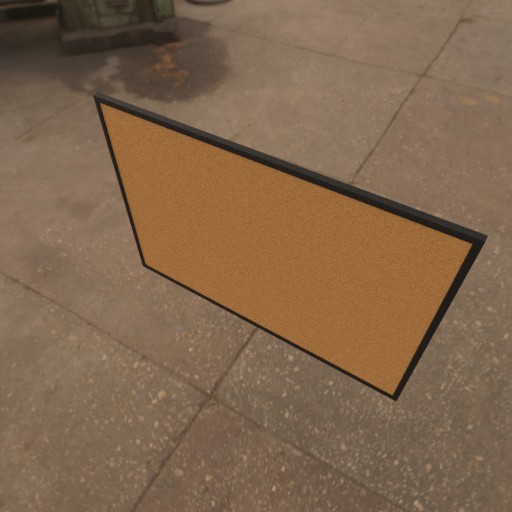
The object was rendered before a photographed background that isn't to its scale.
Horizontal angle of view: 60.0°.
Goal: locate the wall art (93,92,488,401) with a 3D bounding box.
[{"bbox_3d":[0.000,0.000,0.829,0.664,0.458,0.013,25,53,21],"label":"wall art"}]
